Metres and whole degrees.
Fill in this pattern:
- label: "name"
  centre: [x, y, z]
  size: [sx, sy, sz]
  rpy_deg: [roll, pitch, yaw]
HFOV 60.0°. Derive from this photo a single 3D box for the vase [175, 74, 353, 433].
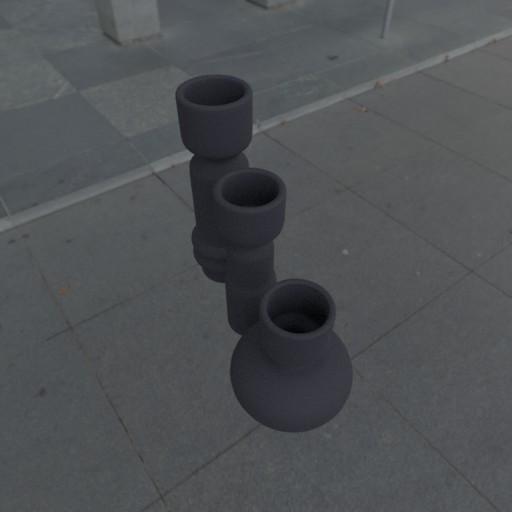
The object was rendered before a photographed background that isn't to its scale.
- label: "vase"
  centre: [0.000, 0.000, 0.446]
  size: [0.120, 0.249, 0.307]
  rpy_deg: [-16, 48, -15]
